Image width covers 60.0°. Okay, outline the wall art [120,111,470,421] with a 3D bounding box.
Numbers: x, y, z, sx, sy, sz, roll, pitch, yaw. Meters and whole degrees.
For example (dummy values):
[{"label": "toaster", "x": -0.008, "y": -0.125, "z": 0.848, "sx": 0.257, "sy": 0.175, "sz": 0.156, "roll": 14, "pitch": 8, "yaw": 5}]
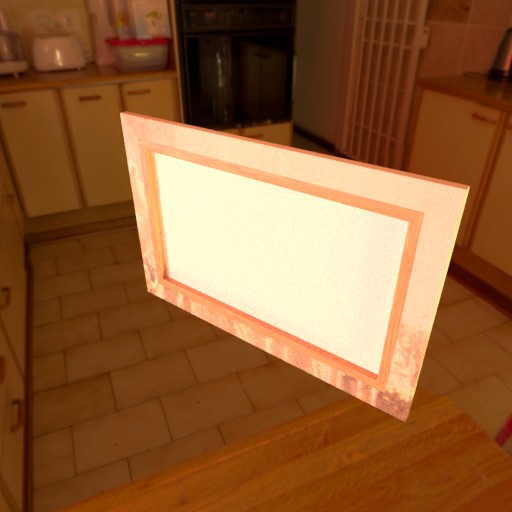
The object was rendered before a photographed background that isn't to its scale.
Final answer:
[{"label": "wall art", "x": 0.000, "y": 0.000, "z": 1.931, "sx": 1.525, "sy": 1.012, "sz": 0.038, "roll": 21, "pitch": 37, "yaw": 30}]
